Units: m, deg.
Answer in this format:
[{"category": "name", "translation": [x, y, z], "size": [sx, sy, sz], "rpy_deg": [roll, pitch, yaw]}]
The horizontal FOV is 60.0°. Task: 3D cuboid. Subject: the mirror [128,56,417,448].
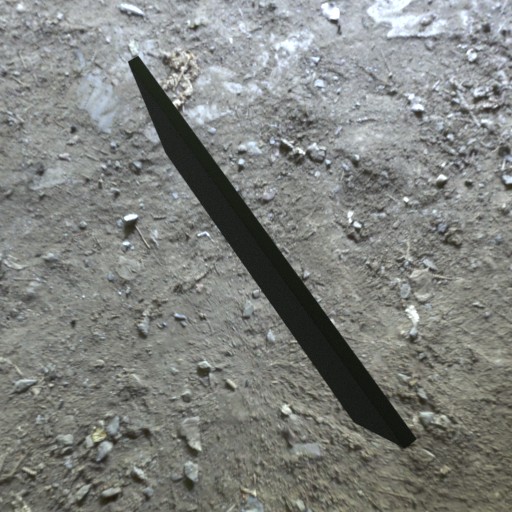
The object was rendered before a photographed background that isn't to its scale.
[{"category": "mirror", "translation": [0.000, 0.000, 1.781], "size": [0.047, 0.692, 1.584], "rpy_deg": [-34, 78, -8]}]
